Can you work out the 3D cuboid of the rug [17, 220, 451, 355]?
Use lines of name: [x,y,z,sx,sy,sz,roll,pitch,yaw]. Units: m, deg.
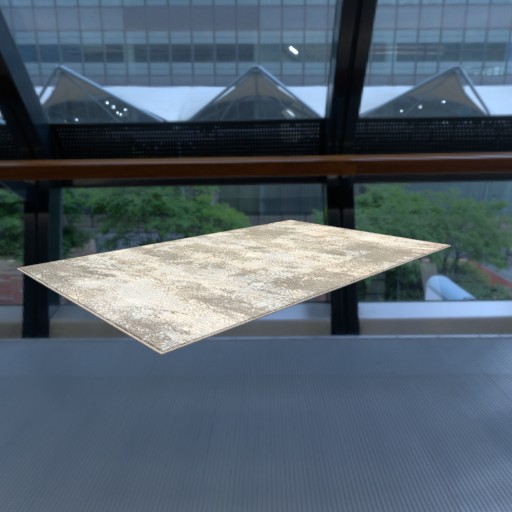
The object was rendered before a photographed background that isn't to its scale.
rug: [0.000,0.000,2.902,2.431,0.012,1.536,-13,19,-43]
